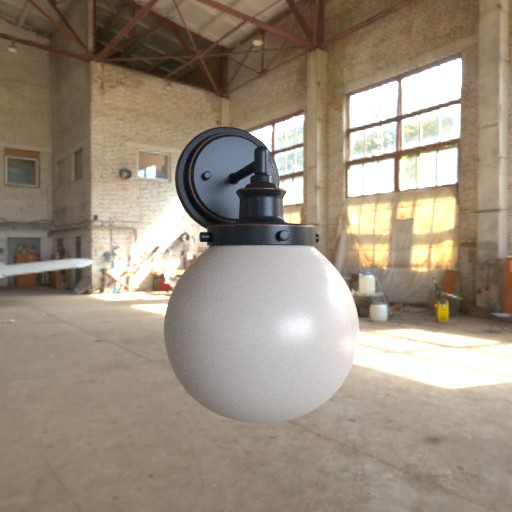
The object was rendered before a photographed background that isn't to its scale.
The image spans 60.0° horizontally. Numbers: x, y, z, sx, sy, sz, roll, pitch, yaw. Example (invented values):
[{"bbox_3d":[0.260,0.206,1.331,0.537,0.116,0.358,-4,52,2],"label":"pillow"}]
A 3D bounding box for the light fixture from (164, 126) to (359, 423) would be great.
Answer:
[{"bbox_3d":[0.000,0.000,0.473,0.197,0.332,0.230,0,0,-19],"label":"light fixture"}]
